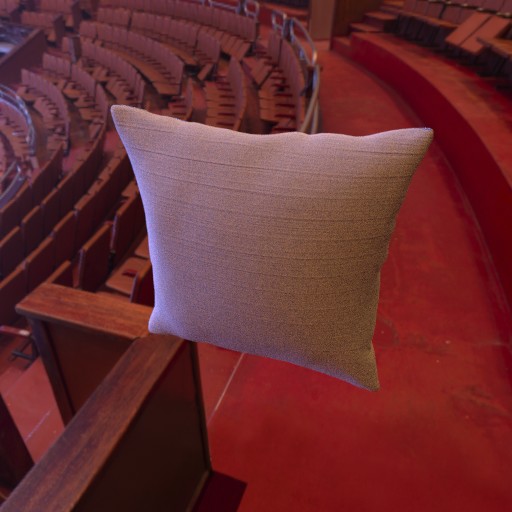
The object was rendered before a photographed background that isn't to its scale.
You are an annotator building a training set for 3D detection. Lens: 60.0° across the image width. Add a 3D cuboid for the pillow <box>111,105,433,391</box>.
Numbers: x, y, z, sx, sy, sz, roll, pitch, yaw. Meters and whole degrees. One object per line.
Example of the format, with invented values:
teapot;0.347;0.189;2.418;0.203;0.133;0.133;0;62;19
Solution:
pillow;0.000;0.000;0.738;0.470;0.464;0.175;10;34;15
